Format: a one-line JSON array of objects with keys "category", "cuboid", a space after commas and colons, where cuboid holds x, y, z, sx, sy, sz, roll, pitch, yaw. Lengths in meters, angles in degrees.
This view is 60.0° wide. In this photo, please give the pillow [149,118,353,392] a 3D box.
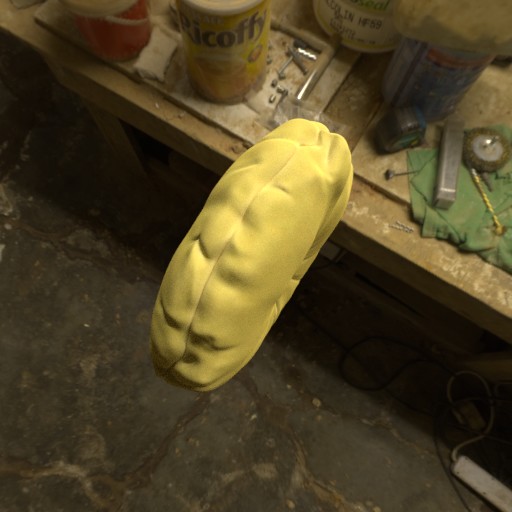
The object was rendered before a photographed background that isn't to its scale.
[{"category": "pillow", "cuboid": [0.000, 0.000, 0.648, 0.148, 0.407, 0.428, 32, 77, 8]}]
